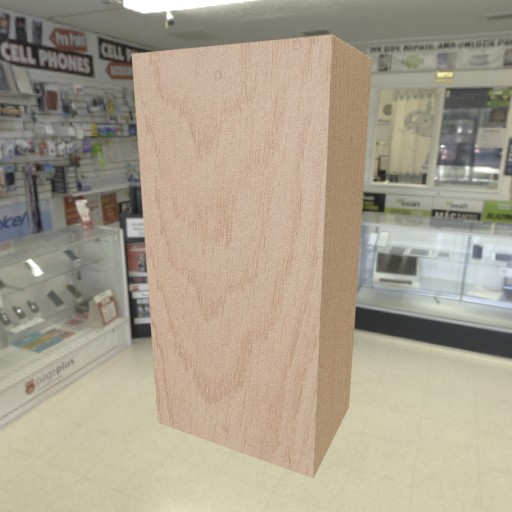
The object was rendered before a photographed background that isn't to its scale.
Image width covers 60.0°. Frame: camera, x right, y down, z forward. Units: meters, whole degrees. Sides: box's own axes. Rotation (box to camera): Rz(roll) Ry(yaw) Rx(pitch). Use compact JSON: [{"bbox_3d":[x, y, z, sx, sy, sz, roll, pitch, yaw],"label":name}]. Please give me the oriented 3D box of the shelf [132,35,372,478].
[{"bbox_3d":[0.000,0.000,0.723,0.290,0.600,0.200,8,18,26],"label":"shelf"}]
